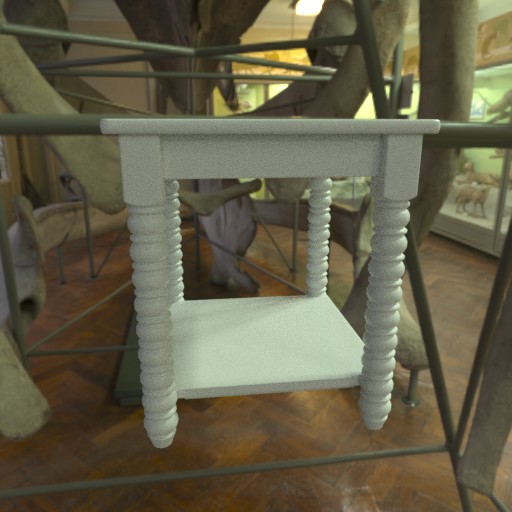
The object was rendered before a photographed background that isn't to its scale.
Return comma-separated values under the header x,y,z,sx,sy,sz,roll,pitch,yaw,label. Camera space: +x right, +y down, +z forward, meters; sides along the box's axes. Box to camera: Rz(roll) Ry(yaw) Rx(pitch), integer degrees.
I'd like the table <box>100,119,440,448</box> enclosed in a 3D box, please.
x,y,z,sx,sy,sz,roll,pitch,yaw,label
0.000,0.000,0.967,0.500,0.563,0.533,-2,16,-7,table
